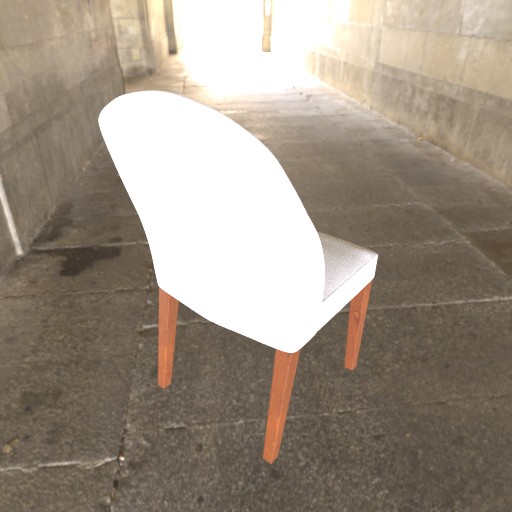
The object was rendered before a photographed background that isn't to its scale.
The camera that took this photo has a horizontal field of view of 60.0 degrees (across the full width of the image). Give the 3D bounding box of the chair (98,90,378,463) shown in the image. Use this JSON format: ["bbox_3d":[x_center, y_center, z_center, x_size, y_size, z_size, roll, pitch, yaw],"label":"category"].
[{"bbox_3d":[0.000,0.000,1.174,0.472,0.893,0.540,21,36,33],"label":"chair"}]
